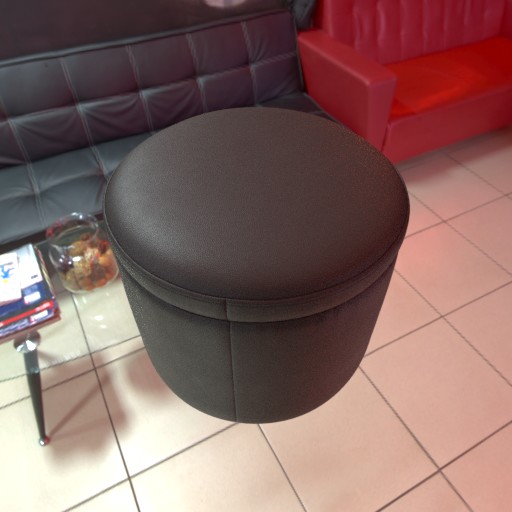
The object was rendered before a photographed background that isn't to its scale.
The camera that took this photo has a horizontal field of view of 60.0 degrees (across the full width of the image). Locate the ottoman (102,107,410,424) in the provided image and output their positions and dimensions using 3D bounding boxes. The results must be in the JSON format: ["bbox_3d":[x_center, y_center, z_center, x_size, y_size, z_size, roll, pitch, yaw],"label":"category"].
[{"bbox_3d":[0.000,0.000,0.854,0.500,0.409,0.500,0,46,0],"label":"ottoman"}]
